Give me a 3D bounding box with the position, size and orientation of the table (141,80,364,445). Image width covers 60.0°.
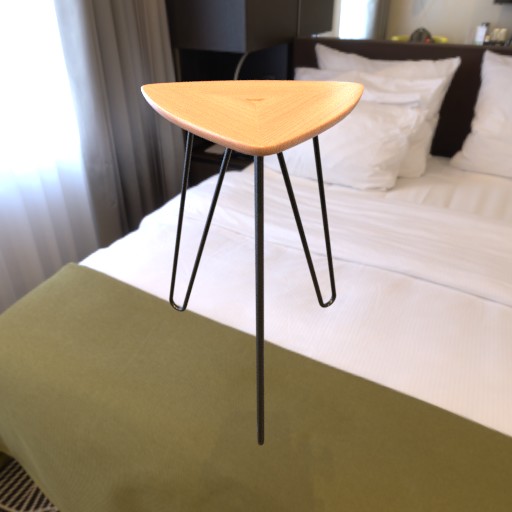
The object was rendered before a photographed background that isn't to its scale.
[{"bbox_3d":[0.000,0.000,0.861,0.442,0.564,0.455,-1,32,-2],"label":"table"}]
